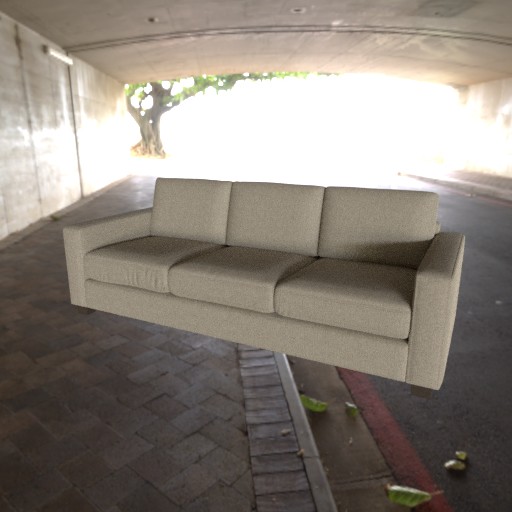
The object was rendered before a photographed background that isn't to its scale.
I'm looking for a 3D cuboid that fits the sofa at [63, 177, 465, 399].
[{"bbox_3d":[0.000,0.000,2.585,2.160,0.800,0.900,8,17,26],"label":"sofa"}]
